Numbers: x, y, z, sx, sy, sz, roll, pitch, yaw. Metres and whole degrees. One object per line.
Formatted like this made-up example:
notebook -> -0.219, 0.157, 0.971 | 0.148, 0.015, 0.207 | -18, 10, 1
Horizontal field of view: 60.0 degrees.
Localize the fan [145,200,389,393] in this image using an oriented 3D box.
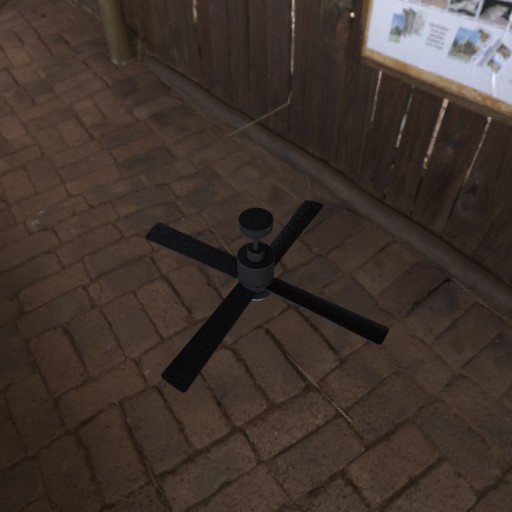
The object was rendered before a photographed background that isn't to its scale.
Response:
fan -> 0.000, 0.000, 2.368 | 1.525, 0.534, 1.525 | 24, 52, 21
